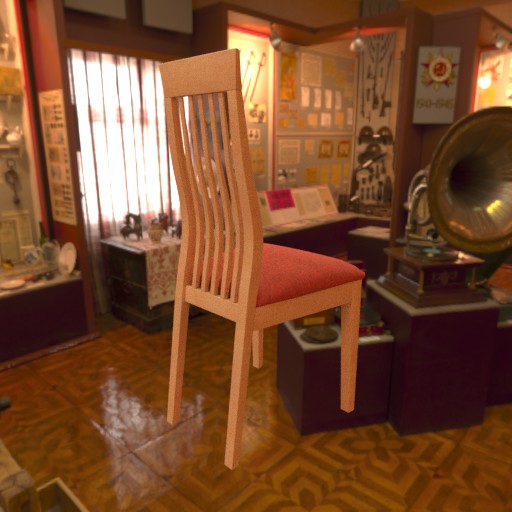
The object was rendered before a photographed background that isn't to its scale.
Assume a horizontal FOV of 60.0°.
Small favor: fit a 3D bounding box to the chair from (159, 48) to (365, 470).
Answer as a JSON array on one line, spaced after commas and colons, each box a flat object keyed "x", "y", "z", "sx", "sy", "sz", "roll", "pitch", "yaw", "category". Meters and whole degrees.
[{"x": 0.000, "y": 0.000, "z": 1.293, "sx": 0.460, "sy": 1.027, "sz": 0.474, "roll": 14, "pitch": 20, "yaw": 43, "category": "chair"}]
